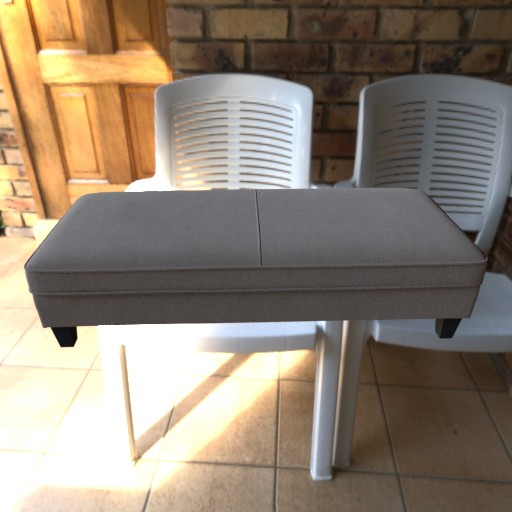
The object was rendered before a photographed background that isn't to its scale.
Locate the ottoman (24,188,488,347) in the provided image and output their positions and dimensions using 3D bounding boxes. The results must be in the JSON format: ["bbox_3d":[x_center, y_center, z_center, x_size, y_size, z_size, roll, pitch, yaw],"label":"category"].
[{"bbox_3d":[0.000,0.000,1.986,1.726,0.460,0.735,-1,30,-2],"label":"ottoman"}]
